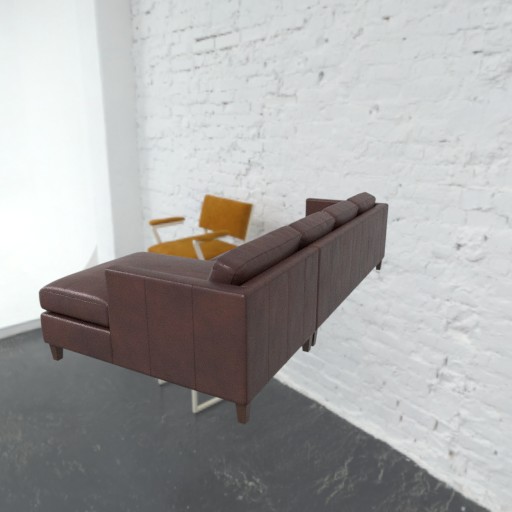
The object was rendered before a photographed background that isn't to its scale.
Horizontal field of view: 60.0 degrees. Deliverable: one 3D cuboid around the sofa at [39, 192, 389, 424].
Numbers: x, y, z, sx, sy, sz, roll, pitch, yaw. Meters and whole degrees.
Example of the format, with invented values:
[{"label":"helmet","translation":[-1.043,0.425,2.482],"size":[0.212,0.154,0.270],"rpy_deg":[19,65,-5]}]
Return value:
[{"label":"sofa","translation":[0.000,0.000,3.892],"size":[1.581,0.883,3.203],"rpy_deg":[8,17,27]}]
